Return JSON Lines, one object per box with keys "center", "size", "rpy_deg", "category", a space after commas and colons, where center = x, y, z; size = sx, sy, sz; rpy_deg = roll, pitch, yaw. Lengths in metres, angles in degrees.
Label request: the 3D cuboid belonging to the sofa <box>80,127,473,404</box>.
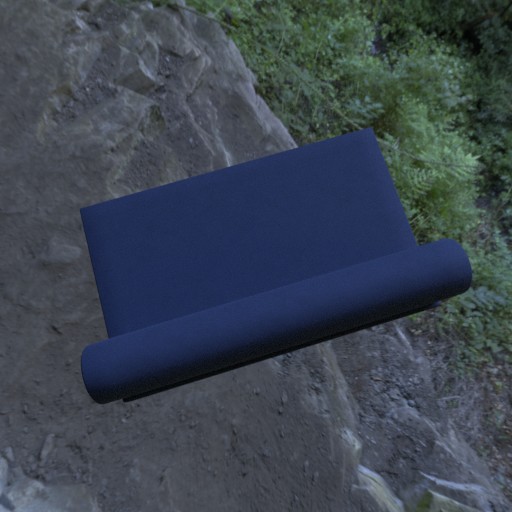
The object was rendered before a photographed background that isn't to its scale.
{"center": [0.000, 0.000, 1.689], "size": [1.219, 0.660, 0.762], "rpy_deg": [-16, 78, -3], "category": "sofa"}
